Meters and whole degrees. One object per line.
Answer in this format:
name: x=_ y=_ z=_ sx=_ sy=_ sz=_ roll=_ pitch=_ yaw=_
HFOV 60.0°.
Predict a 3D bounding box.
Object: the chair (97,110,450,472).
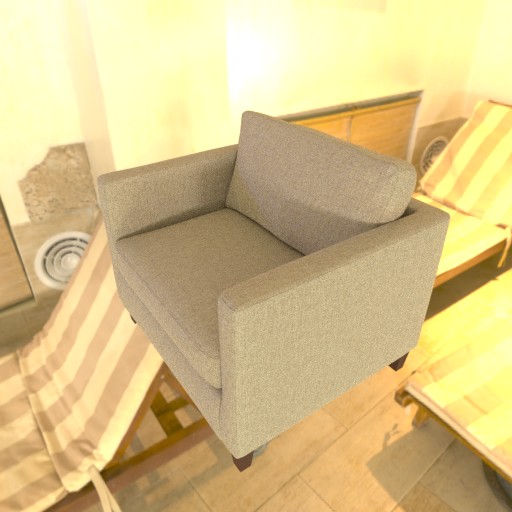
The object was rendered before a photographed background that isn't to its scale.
chair: x=0.000 y=0.000 z=1.843 sx=0.959 sy=0.961 sz=1.107 roll=-21 pitch=38 yaw=-29
